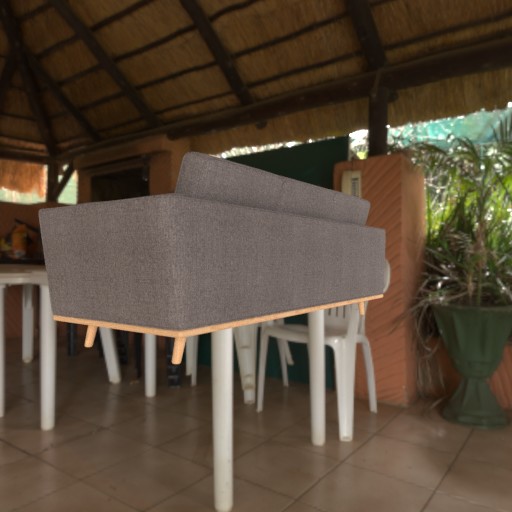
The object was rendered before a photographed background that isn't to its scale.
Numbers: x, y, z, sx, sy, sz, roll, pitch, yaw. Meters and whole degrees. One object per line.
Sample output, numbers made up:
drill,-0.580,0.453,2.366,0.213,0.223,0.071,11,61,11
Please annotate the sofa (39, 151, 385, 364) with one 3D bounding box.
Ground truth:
sofa,0.000,0.000,2.805,0.903,0.899,2.362,0,-1,35
